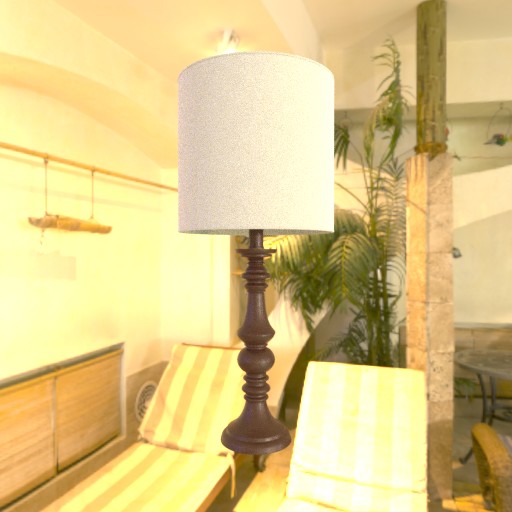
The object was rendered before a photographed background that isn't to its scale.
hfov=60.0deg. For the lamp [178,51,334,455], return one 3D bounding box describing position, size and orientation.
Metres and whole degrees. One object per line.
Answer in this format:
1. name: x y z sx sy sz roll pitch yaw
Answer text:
1. lamp: 0.000 0.000 0.721 0.250 0.597 0.250 0 1 18
